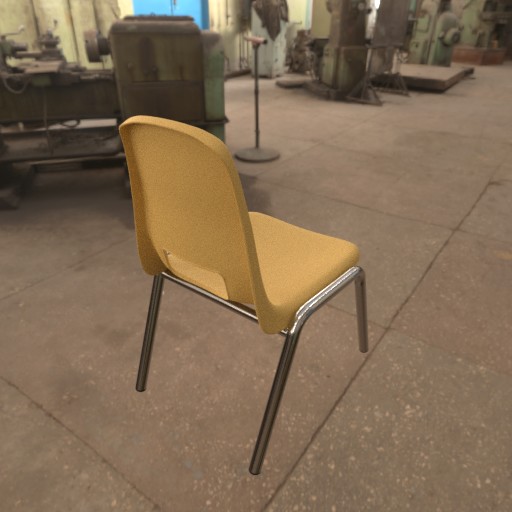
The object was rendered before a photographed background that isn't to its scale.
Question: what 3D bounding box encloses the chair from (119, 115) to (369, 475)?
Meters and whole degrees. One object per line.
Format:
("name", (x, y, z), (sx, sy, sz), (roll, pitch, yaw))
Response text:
("chair", (0.000, 0.000, 0.850), (0.354, 0.586, 0.423), (21, 37, 32))
